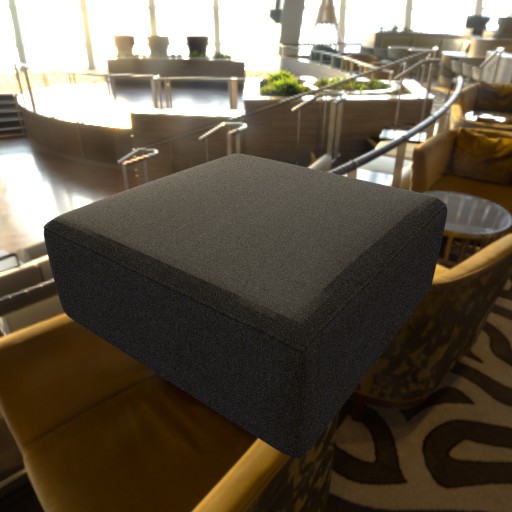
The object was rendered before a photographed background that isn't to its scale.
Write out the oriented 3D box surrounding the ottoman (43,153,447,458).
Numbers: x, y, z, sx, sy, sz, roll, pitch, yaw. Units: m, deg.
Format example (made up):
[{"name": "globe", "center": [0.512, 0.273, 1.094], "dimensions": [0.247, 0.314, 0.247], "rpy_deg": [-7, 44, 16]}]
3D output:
[{"name": "ottoman", "center": [0.000, 0.000, 1.559], "dimensions": [1.000, 0.439, 1.000], "rpy_deg": [20, 35, 32]}]
